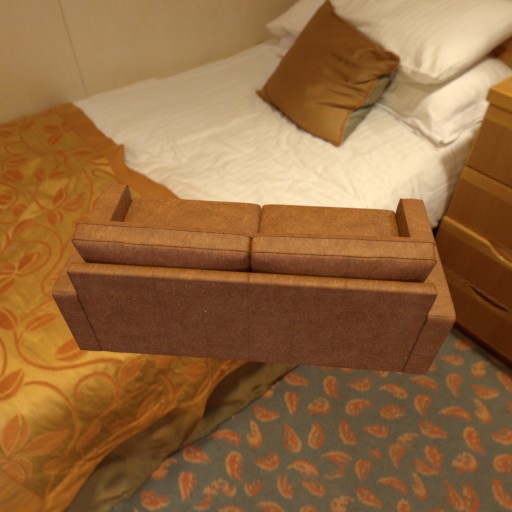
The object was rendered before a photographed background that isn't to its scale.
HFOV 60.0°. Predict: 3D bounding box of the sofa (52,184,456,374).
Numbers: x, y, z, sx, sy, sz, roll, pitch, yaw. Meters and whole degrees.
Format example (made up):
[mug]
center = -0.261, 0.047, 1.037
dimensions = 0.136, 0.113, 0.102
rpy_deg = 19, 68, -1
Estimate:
[sofa]
center = 0.000, 0.000, 2.712
dimensions = 2.156, 0.928, 0.991
rpy_deg = 3, 46, 3
